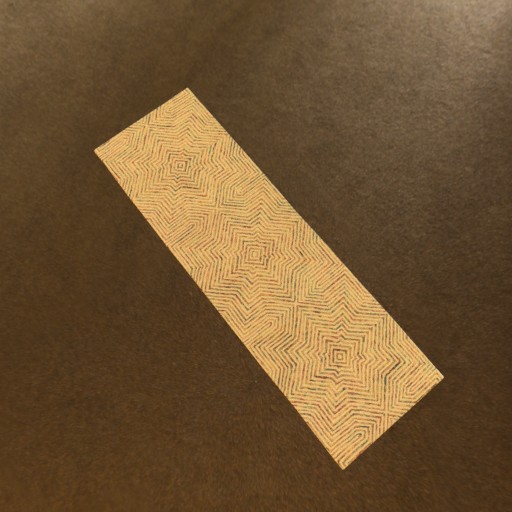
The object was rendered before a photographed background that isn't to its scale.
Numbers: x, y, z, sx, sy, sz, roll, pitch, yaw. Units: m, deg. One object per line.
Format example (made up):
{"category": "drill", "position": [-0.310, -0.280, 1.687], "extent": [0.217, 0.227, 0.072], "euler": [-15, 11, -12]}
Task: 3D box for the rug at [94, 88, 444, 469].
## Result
{"category": "rug", "position": [0.000, 0.000, 2.696], "extent": [0.771, 0.009, 2.443], "euler": [-38, 78, -10]}
